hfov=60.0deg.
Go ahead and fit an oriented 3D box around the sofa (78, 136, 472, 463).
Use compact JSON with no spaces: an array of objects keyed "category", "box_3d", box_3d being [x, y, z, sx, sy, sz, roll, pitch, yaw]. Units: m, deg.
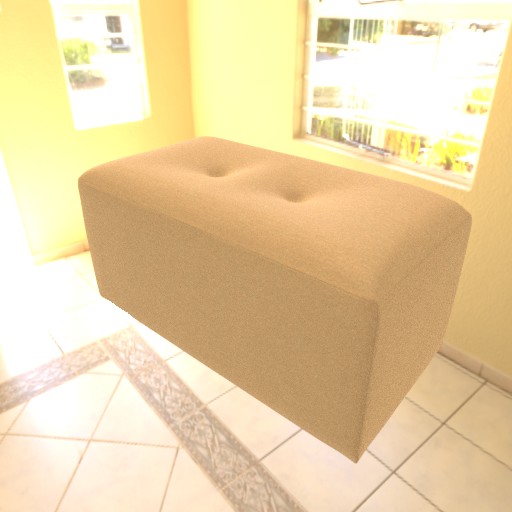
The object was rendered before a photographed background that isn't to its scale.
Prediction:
[{"category":"sofa","box_3d":[0.000,0.000,1.195,0.930,0.470,0.480,23,37,34]}]
